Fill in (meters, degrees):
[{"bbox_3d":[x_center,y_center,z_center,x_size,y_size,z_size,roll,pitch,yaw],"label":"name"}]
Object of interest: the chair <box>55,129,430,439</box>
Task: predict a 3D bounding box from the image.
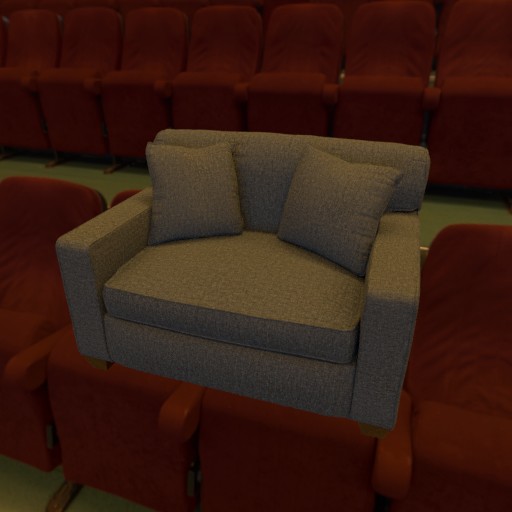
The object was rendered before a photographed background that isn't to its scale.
[{"bbox_3d":[0.000,0.000,2.012,1.383,0.948,1.000,8,28,16],"label":"chair"}]
